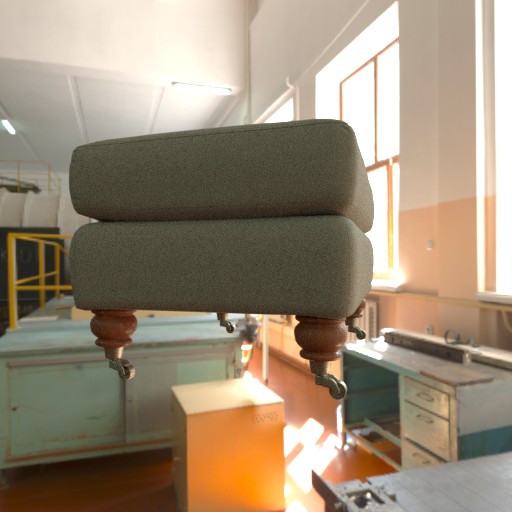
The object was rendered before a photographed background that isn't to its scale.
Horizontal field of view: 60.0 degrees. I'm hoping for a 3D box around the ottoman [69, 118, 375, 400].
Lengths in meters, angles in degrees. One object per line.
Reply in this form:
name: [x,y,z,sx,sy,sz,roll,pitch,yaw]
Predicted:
ottoman: [0.000,0.000,1.139,0.569,0.504,0.773,0,-1,17]
